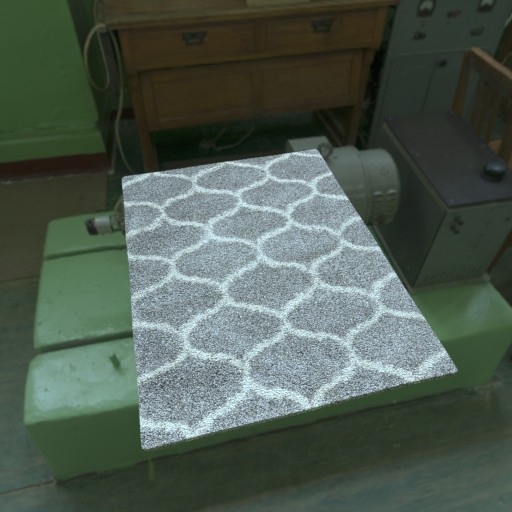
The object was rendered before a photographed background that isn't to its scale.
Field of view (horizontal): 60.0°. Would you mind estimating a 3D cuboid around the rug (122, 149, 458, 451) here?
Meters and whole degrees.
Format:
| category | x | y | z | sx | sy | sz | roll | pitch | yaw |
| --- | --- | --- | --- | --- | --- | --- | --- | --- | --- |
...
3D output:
| category | x | y | z | sx | sy | sz | roll | pitch | yaw |
| --- | --- | --- | --- | --- | --- | --- | --- | --- | --- |
| rug | 0.000 | 0.000 | 2.133 | 1.200 | 0.025 | 1.600 | -10 | 47 | -10 |
